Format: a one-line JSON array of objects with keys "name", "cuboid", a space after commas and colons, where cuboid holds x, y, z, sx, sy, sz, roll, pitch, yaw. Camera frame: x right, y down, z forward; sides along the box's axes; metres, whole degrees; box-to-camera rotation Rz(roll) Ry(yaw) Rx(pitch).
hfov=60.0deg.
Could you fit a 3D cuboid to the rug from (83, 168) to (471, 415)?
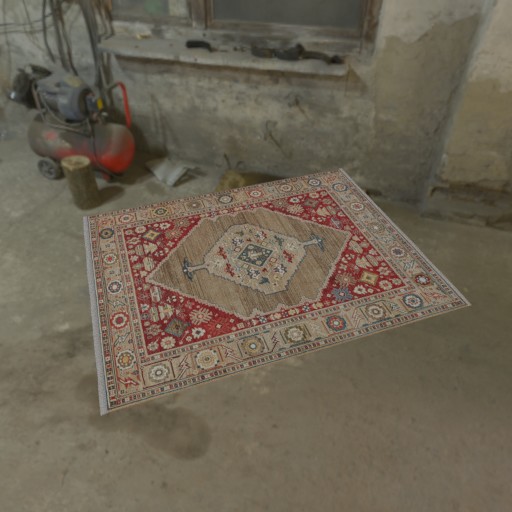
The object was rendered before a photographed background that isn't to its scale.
[{"name": "rug", "cuboid": [0.000, 0.000, 4.329, 3.143, 0.008, 2.451, -13, 43, -14]}]
